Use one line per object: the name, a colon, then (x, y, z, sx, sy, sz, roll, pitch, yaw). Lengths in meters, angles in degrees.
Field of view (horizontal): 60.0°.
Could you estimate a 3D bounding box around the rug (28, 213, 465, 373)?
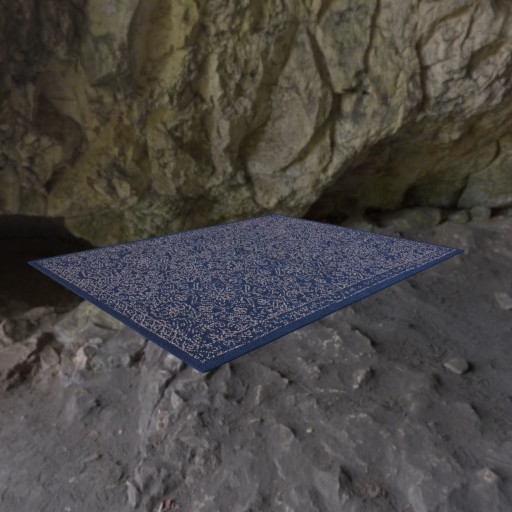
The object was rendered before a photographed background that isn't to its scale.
rug: (0.000, 0.000, 3.934, 3.048, 0.010, 2.438, -15, 23, -42)
